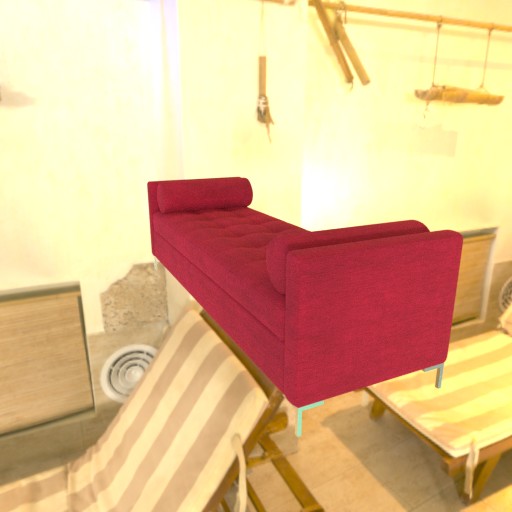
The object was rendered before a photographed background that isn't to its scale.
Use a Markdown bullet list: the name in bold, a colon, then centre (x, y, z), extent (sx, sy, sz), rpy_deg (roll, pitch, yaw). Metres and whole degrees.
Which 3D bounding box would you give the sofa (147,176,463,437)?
- **sofa**: centre (0.000, 0.000, 2.355), extent (0.686, 0.635, 1.981), rpy_deg (-8, 18, -25)
